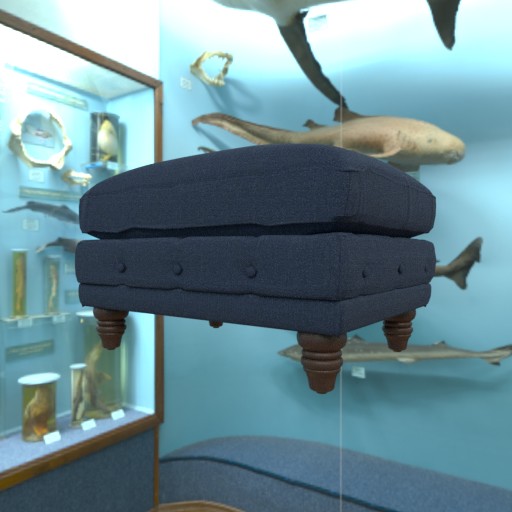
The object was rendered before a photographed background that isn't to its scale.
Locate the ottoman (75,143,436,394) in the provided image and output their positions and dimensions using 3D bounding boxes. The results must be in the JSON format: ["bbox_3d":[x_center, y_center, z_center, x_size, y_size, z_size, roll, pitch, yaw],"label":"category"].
[{"bbox_3d":[0.000,0.000,1.141,0.767,0.486,0.558,0,0,36],"label":"ottoman"}]
